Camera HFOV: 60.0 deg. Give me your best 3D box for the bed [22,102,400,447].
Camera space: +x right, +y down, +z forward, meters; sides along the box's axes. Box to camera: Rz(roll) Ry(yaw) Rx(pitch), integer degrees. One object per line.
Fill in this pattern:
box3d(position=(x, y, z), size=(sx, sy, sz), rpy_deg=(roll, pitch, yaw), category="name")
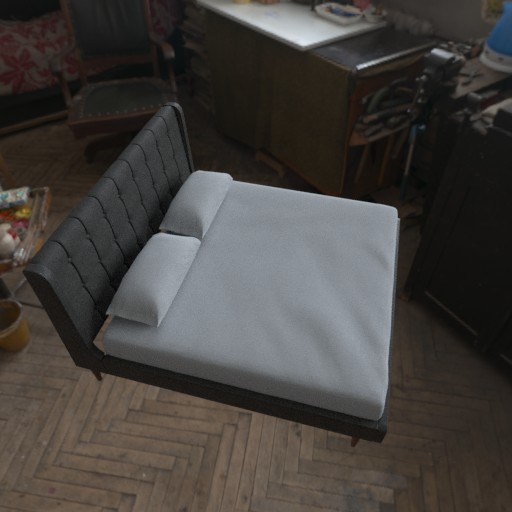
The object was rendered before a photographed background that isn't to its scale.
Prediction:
box3d(position=(0.000, 0.000, 3.154), size=(2.031, 1.158, 1.903), rpy_deg=(11, 47, 10), category="bed")
